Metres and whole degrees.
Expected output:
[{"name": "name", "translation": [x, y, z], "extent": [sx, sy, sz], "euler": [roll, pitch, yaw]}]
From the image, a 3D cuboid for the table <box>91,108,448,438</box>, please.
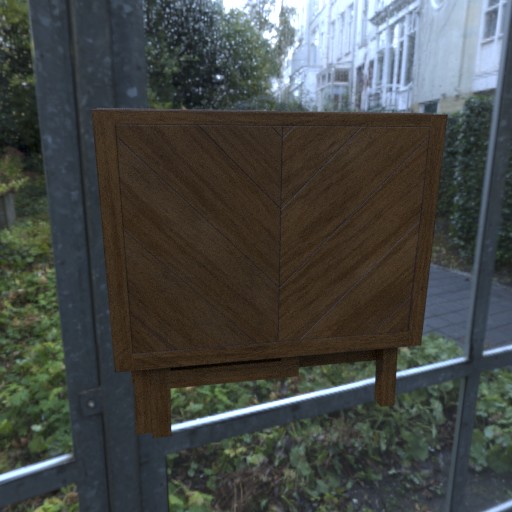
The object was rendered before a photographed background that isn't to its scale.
[{"name": "table", "translation": [0.000, 0.000, 1.276], "extent": [0.746, 0.763, 0.591], "euler": [-3, 14, -10]}]
